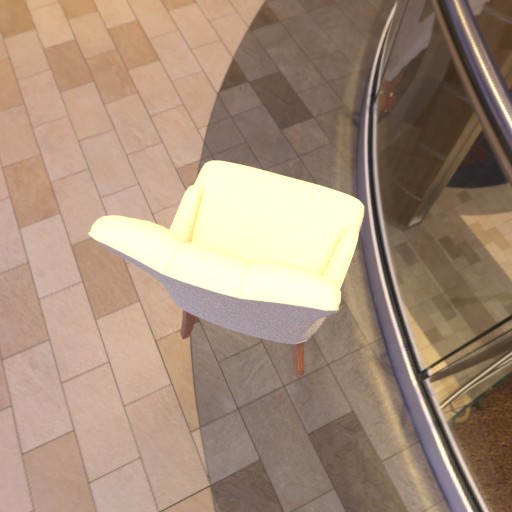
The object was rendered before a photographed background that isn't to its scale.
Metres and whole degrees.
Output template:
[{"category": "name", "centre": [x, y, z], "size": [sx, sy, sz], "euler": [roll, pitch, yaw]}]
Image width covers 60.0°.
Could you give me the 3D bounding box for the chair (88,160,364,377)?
[{"category": "chair", "centre": [0.000, 0.000, 1.210], "size": [0.509, 0.874, 0.565], "euler": [16, 65, 8]}]
